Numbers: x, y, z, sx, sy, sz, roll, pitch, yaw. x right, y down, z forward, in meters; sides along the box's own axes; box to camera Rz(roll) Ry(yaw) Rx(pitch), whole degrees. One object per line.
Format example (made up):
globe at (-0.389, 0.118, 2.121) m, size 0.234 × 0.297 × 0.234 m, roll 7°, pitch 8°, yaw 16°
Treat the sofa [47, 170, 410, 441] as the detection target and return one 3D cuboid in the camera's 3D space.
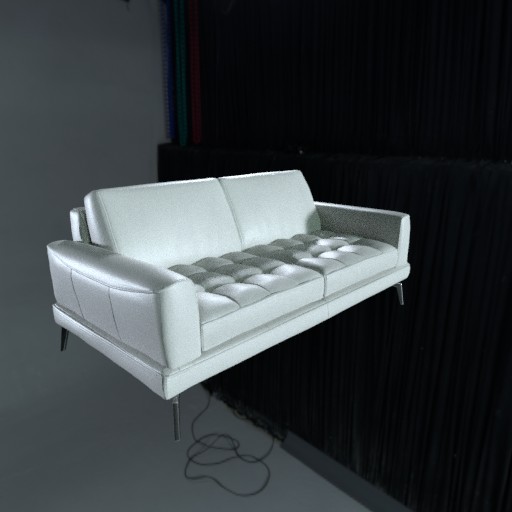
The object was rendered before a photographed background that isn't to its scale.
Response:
sofa at (0.000, 0.000, 2.777) m, size 1.121 × 0.930 × 2.177 m, roll 15°, pitch 21°, yaw 42°
